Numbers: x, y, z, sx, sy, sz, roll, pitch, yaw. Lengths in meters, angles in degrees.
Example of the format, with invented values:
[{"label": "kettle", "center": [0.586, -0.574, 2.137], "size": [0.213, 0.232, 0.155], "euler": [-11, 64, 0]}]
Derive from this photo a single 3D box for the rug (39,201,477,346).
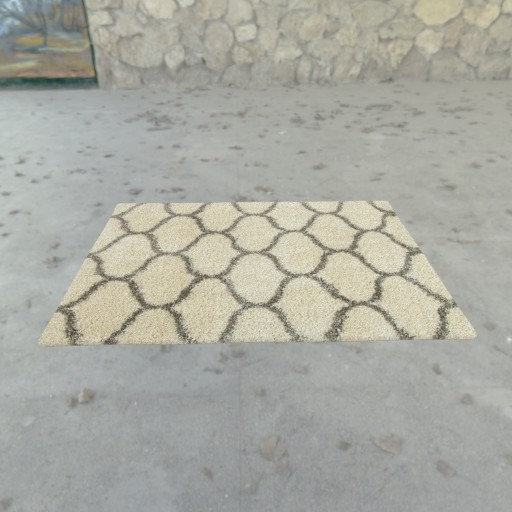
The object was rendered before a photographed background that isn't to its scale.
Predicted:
[{"label": "rug", "center": [0.000, 0.000, 2.117], "size": [1.600, 0.025, 1.200], "euler": [-1, 31, -1]}]
